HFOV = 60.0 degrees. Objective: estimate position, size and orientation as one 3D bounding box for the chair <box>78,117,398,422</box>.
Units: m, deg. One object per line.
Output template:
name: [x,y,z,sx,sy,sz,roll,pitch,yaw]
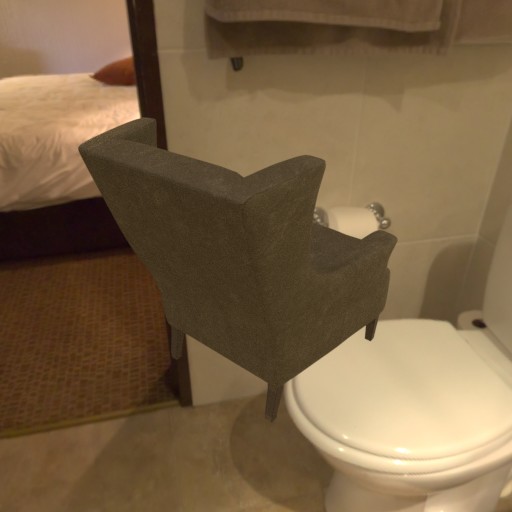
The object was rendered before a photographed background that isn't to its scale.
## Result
chair: [0.000,0.000,1.719,0.853,1.016,0.926,22,37,33]
